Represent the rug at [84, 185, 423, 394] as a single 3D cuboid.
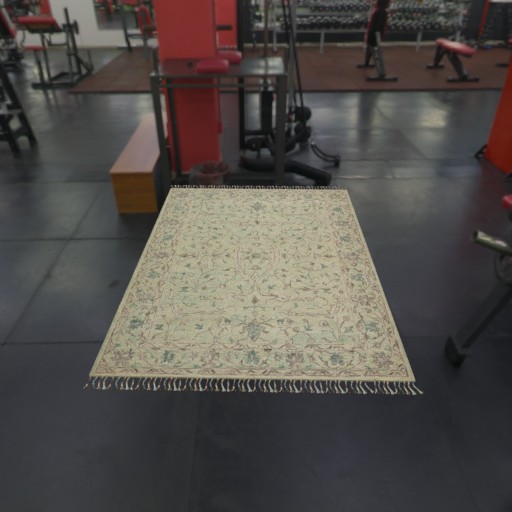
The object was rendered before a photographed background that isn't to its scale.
[{"bbox_3d":[0.000,0.000,2.354,1.247,0.008,1.802,1,33,1],"label":"rug"}]
